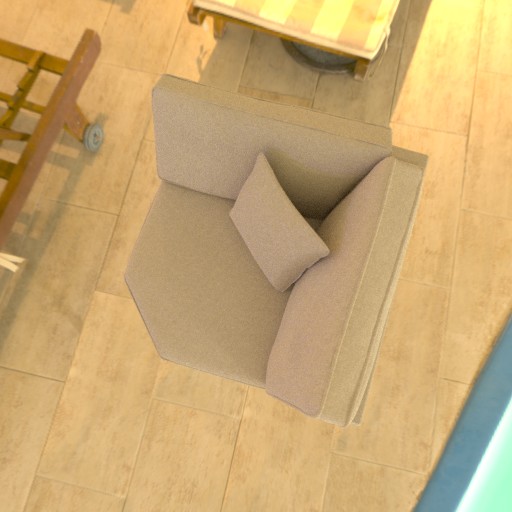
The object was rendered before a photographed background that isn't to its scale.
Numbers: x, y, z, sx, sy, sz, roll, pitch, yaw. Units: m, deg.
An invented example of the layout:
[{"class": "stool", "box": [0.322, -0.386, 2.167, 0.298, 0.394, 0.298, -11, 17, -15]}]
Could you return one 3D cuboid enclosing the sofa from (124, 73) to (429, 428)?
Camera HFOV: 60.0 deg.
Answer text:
[{"class": "sofa", "box": [0.000, 0.000, 1.868, 1.050, 0.937, 1.042, 18, 77, 4]}]
